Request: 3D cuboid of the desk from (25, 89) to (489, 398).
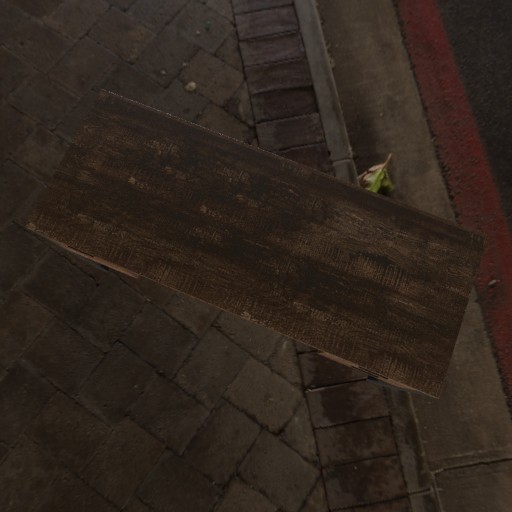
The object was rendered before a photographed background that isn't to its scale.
[{"bbox_3d":[0.000,0.000,1.934,1.524,0.762,0.599,22,78,5],"label":"desk"}]
